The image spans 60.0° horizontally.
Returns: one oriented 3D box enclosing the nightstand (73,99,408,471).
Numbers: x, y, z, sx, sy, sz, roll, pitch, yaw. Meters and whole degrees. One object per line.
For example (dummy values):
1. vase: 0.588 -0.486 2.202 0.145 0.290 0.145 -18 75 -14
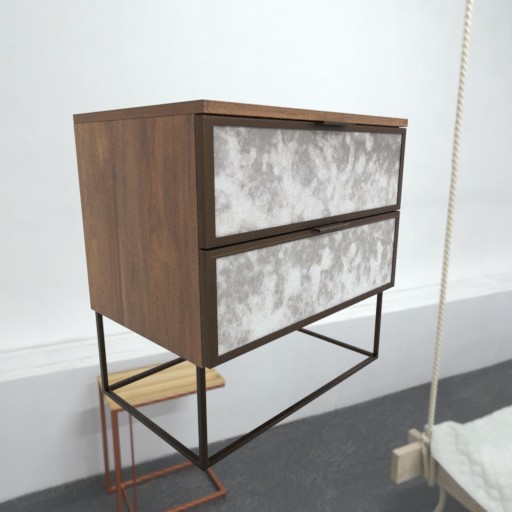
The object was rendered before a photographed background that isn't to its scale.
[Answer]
1. nightstand: 0.000 0.000 1.016 0.427 0.611 0.605 13 19 43
